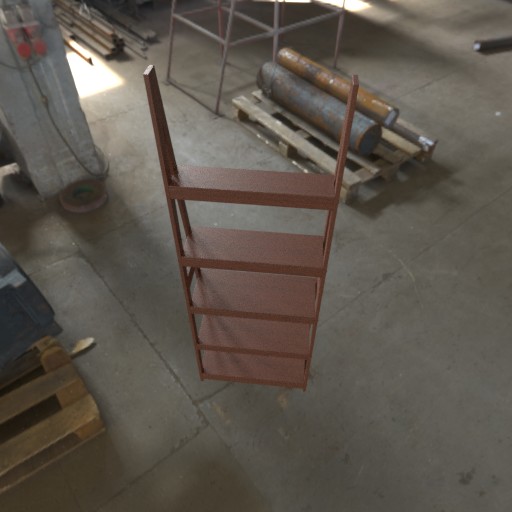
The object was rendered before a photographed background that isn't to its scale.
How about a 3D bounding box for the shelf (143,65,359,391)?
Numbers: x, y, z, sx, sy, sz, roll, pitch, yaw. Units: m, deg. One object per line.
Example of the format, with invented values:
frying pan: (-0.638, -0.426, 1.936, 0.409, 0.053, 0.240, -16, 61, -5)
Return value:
shelf: (0.000, 0.000, 1.973, 0.600, 1.770, 0.350, 5, 47, 4)
